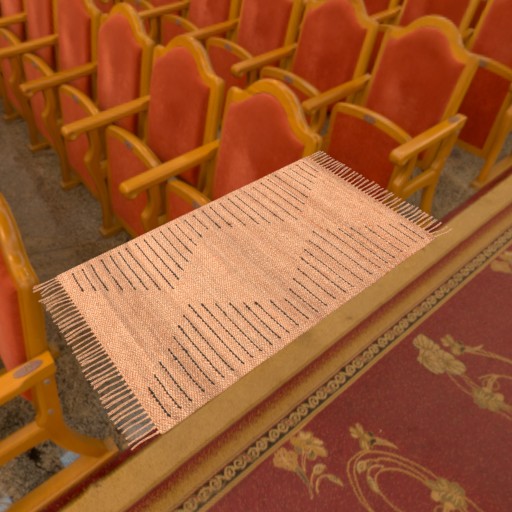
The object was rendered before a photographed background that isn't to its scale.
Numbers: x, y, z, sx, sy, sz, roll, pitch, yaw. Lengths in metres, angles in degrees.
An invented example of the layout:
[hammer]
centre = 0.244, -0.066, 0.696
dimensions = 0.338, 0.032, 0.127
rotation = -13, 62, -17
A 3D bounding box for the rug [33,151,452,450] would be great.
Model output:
[rug]
centre = 0.000, 0.000, 2.002
dimensions = 1.718, 0.017, 0.905
rotation = -30, 52, -26
